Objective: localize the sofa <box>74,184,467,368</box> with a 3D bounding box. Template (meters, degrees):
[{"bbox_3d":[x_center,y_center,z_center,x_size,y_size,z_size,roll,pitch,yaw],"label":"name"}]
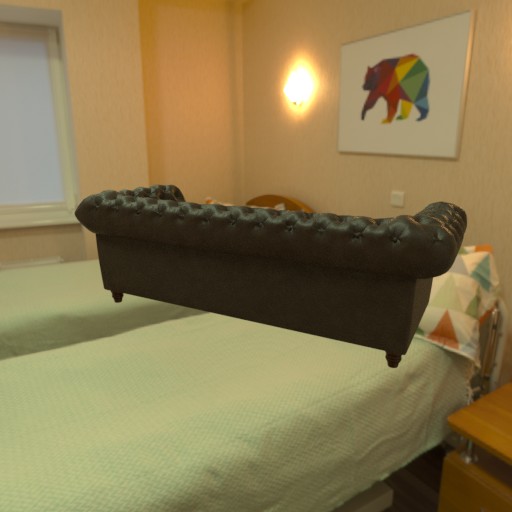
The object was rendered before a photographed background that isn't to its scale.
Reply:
[{"bbox_3d":[0.000,0.000,2.864,2.385,0.783,0.944,8,17,27],"label":"sofa"}]
